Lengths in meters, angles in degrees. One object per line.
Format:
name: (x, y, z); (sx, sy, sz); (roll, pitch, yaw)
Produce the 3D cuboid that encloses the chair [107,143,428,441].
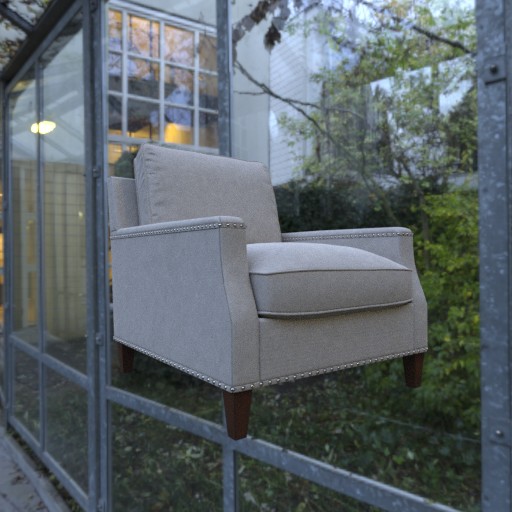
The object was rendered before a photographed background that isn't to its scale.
chair: (0.000, 0.000, 1.732); (0.853, 0.943, 1.014); (0, 0, -36)
